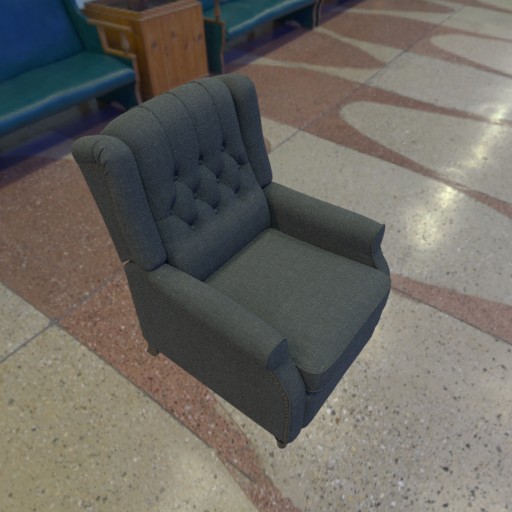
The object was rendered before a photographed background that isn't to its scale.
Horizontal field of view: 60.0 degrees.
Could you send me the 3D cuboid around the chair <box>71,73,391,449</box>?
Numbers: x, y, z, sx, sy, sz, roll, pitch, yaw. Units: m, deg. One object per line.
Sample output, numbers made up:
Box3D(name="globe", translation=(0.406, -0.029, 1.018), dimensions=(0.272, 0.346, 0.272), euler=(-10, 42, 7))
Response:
Box3D(name="chair", translation=(0.000, 0.000, 1.605), dimensions=(0.898, 1.035, 0.742), euler=(28, 50, 26))
